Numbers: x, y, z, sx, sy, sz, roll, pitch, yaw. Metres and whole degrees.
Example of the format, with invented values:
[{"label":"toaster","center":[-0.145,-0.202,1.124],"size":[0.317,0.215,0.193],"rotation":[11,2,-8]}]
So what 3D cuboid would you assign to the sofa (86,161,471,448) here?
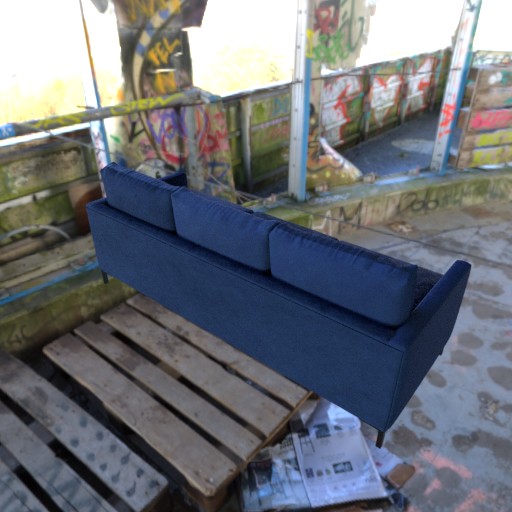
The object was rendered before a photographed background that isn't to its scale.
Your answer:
[{"label":"sofa","center":[0.000,0.000,2.707],"size":[2.252,0.879,0.875],"rotation":[22,37,33]}]
